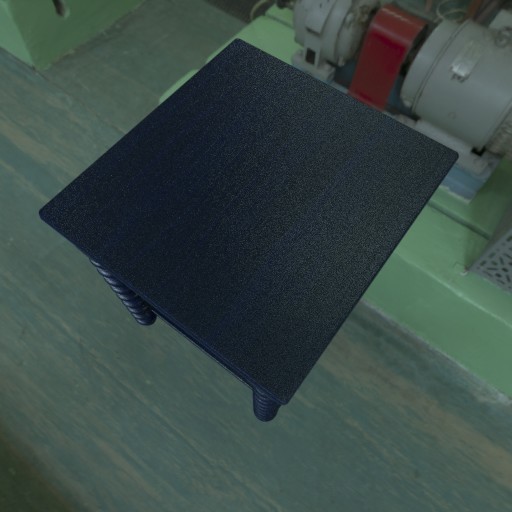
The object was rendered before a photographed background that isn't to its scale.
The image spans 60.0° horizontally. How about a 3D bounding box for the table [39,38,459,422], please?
[{"bbox_3d":[0.000,0.000,1.002,0.500,0.567,0.533,34,69,15],"label":"table"}]
